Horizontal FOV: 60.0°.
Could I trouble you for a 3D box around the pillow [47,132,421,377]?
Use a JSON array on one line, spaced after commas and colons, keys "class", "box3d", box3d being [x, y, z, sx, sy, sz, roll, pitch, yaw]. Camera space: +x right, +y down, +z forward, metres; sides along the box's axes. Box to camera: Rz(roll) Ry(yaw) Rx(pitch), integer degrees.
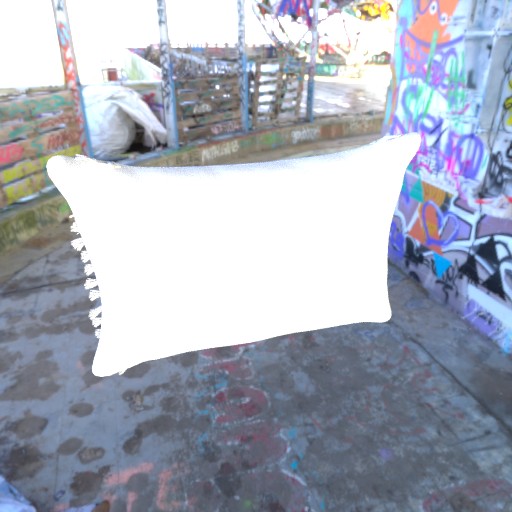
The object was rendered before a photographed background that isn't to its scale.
[{"class": "pillow", "box3d": [0.000, 0.000, 0.596, 0.466, 0.305, 0.084, -8, 27, -16]}]
